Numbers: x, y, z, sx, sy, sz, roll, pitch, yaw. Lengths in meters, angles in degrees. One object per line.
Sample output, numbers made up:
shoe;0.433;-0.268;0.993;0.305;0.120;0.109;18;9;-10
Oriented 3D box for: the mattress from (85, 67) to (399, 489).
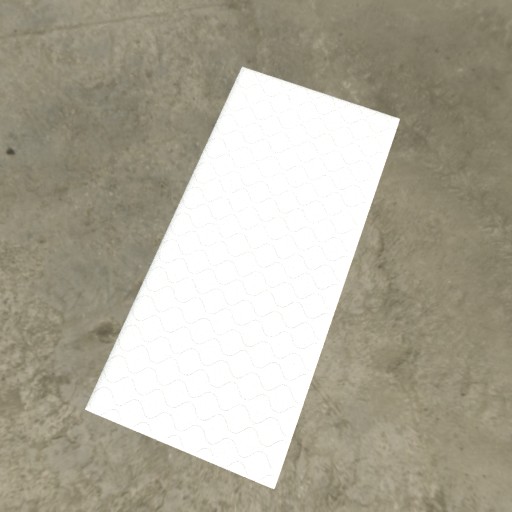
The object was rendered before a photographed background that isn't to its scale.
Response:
mattress;0.000;0.000;2.222;0.900;0.200;1.900;20;76;5
